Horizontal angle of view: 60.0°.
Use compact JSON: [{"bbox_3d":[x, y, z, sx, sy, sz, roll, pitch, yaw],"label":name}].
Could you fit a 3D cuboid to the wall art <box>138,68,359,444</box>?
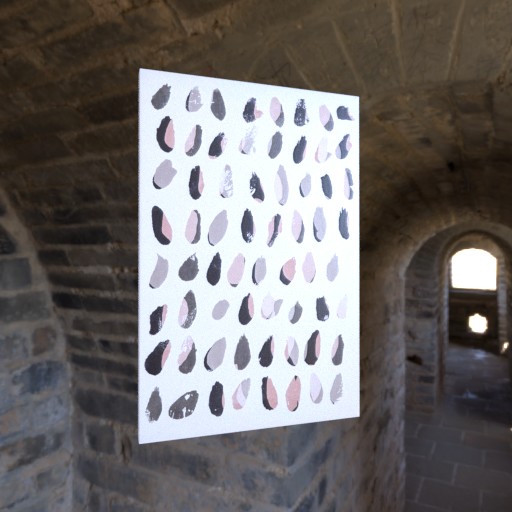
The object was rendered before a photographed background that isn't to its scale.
[{"bbox_3d":[0.000,0.000,0.790,0.405,0.608,0.025,0,0,-18],"label":"wall art"}]
